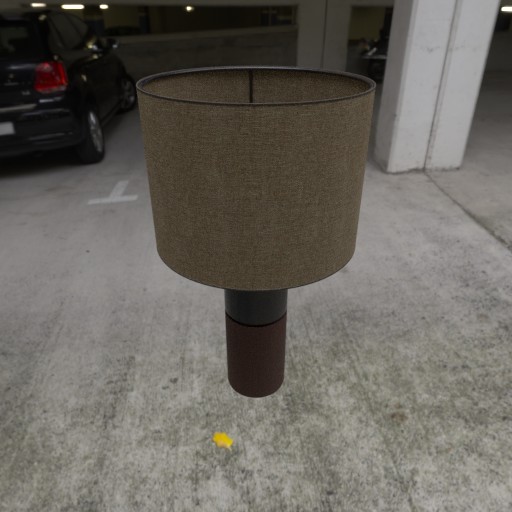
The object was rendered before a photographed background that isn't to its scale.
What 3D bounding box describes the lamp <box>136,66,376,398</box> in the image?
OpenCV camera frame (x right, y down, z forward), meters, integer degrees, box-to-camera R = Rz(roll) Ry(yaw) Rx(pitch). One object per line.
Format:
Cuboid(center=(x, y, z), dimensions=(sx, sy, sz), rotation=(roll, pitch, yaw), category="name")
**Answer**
Cuboid(center=(0.000, 0.000, 0.469), dimensions=(0.202, 0.350, 0.202), rotation=(0, 30, 0), category="lamp")
